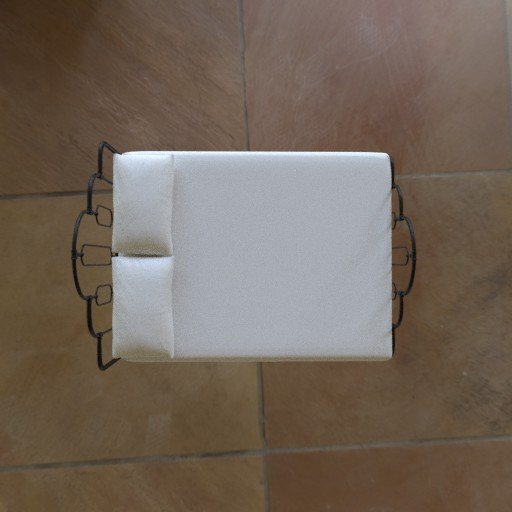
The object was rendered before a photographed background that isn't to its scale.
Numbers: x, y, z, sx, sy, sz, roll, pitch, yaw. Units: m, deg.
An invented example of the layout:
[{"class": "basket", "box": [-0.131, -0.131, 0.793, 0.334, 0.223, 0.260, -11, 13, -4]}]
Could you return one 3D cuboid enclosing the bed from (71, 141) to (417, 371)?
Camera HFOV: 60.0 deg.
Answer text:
[{"class": "bed", "box": [0.000, 0.000, 3.306, 2.181, 1.444, 1.626, 0, 89, -1]}]
